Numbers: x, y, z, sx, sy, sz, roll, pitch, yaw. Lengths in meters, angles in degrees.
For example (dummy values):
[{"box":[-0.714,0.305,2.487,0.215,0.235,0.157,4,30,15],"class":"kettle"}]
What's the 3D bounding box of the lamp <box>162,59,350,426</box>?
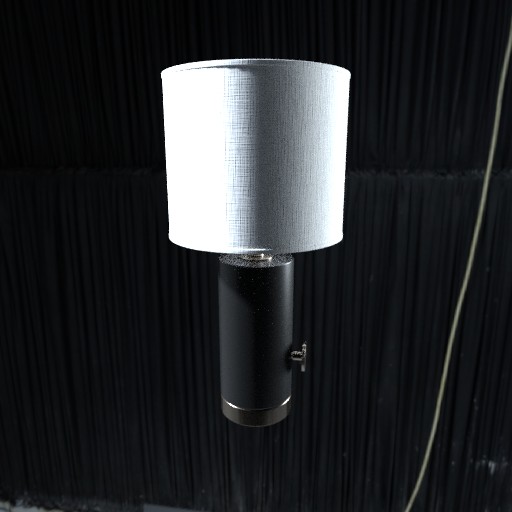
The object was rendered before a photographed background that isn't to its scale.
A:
[{"box":[0.000,0.000,0.635,0.240,0.482,0.241,2,14,9],"class":"lamp"}]
